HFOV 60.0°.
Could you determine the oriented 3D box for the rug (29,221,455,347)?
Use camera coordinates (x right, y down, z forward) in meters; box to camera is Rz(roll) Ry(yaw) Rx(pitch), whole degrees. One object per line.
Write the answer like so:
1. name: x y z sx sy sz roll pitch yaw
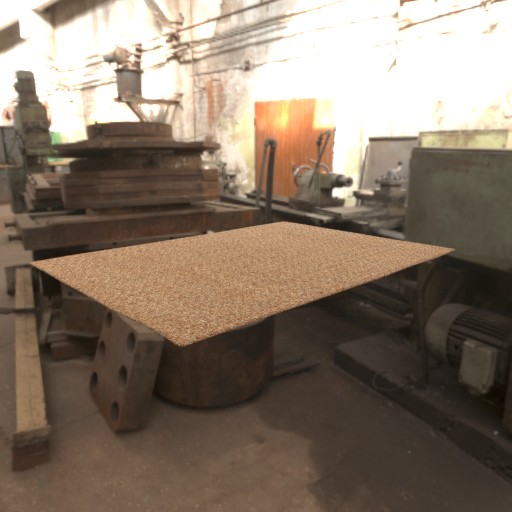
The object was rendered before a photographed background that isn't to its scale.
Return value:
1. rug: 0.000 0.000 2.722 2.141 0.013 1.566 -13 19 -42
